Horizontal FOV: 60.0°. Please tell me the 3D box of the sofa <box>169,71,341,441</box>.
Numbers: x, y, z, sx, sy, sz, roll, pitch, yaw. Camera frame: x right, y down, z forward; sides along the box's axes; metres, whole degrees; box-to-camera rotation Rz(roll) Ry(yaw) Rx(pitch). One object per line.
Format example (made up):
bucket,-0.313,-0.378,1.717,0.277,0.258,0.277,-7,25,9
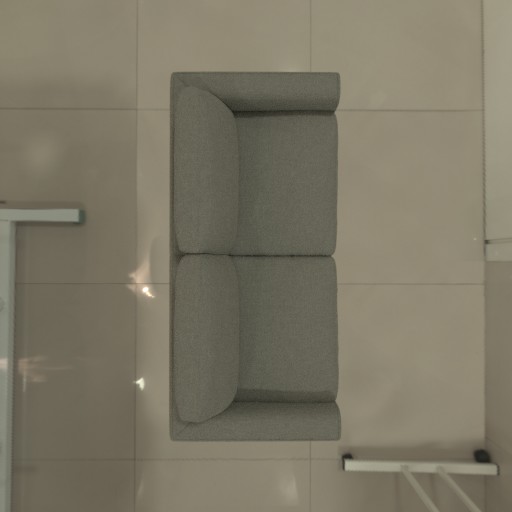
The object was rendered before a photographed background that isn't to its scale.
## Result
sofa,0.000,0.000,2.820,1.070,0.801,2.262,0,89,0
